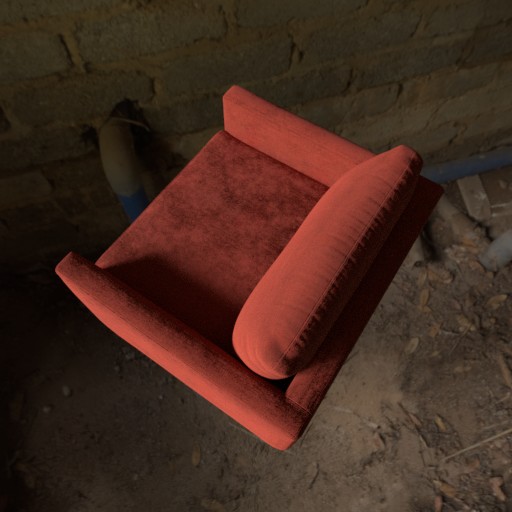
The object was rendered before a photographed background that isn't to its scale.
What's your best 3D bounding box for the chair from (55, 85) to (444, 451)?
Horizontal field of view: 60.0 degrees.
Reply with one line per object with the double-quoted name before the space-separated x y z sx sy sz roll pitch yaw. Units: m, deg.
"chair" 0.000 0.000 1.570 0.875 0.812 0.964 31 67 15
